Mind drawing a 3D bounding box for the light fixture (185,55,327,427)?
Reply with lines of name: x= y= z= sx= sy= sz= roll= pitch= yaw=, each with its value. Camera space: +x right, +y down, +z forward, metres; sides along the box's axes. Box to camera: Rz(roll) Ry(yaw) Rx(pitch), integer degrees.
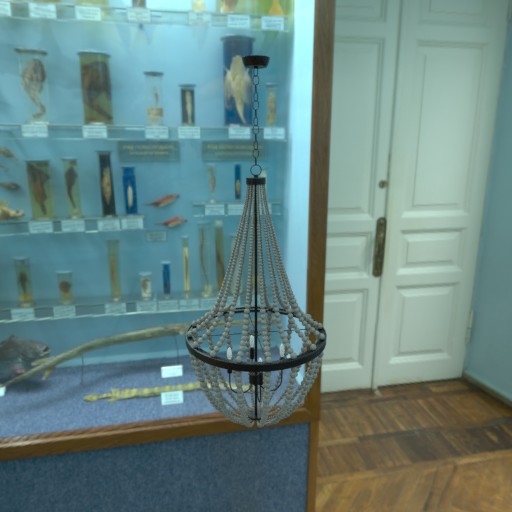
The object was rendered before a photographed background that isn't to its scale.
light fixture: x=0.000 y=0.000 z=1.368 sx=0.450 sy=1.133 sz=0.450 roll=0 pitch=14 yaw=0
